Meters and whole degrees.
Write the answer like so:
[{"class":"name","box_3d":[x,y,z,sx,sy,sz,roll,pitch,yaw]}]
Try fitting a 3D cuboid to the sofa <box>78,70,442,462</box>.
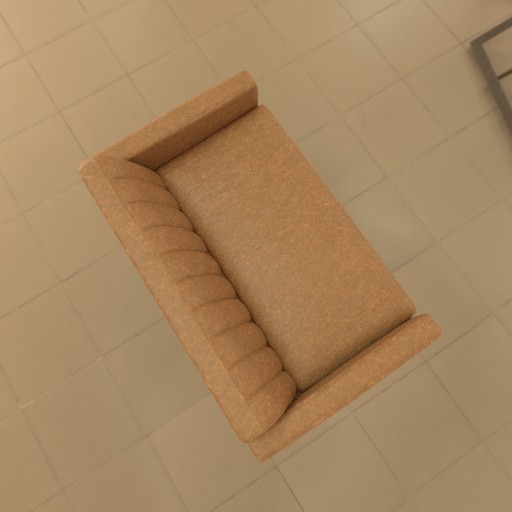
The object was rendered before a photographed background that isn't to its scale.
[{"class":"sofa","box_3d":[0.000,0.000,2.169,0.960,0.820,1.549,-33,78,-8]}]
